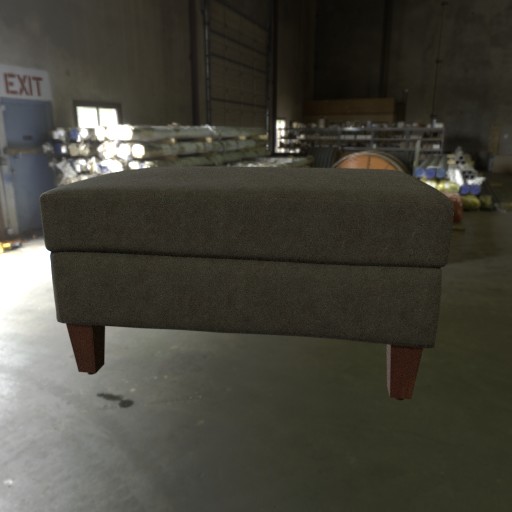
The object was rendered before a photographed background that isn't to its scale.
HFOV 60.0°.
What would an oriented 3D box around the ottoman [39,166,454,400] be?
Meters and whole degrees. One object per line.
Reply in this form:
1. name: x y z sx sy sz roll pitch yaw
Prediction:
1. ottoman: 0.000 0.000 1.206 0.839 0.464 0.639 2 16 8
